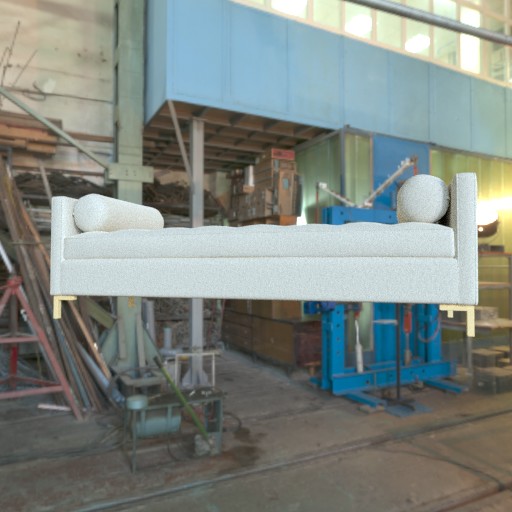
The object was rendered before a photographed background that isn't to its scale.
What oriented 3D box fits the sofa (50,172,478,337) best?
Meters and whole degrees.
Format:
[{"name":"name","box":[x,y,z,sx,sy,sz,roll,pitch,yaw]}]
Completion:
[{"name":"sofa","box":[0.000,0.000,2.302,1.985,0.641,0.746,0,-1,18]}]
